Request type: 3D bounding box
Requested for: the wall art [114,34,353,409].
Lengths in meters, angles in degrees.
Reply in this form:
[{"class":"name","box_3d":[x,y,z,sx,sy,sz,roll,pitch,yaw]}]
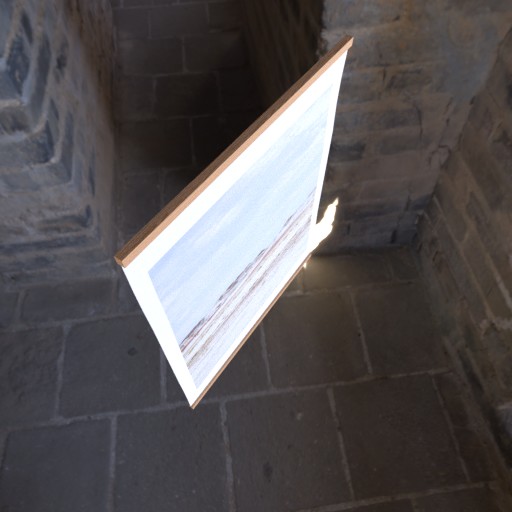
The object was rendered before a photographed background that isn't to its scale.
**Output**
[{"class":"wall art","box_3d":[0.000,0.000,0.678,0.010,0.507,0.404,31,63,18]}]
